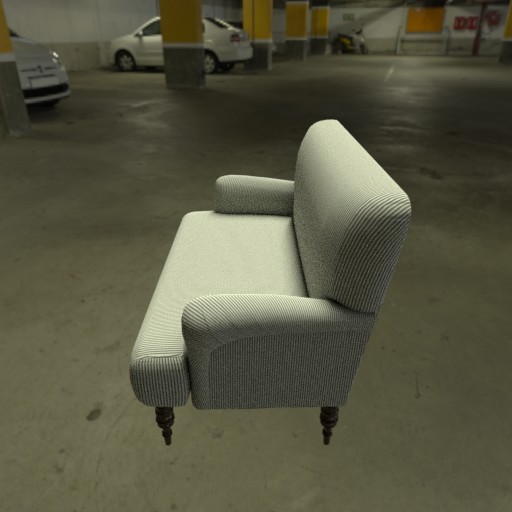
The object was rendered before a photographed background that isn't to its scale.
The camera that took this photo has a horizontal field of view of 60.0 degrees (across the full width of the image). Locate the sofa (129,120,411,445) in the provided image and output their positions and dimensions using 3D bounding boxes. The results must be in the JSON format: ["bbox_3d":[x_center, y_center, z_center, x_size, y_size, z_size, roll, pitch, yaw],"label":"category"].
[{"bbox_3d":[0.000,0.000,1.793,0.779,0.889,1.297,0,27,0],"label":"sofa"}]
